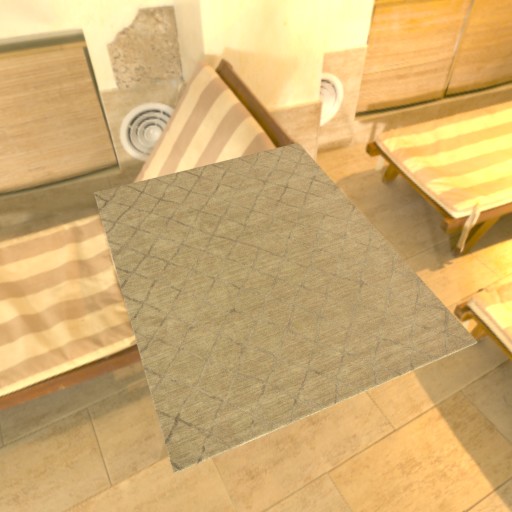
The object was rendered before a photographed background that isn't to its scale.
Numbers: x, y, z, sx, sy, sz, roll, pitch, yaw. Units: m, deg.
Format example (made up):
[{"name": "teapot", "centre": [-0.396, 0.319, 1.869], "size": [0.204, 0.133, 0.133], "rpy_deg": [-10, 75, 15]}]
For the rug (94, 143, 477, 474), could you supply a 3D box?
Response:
[{"name": "rug", "centre": [0.000, 0.000, 4.053], "size": [2.420, 0.019, 3.038], "rpy_deg": [-17, 49, -16]}]
